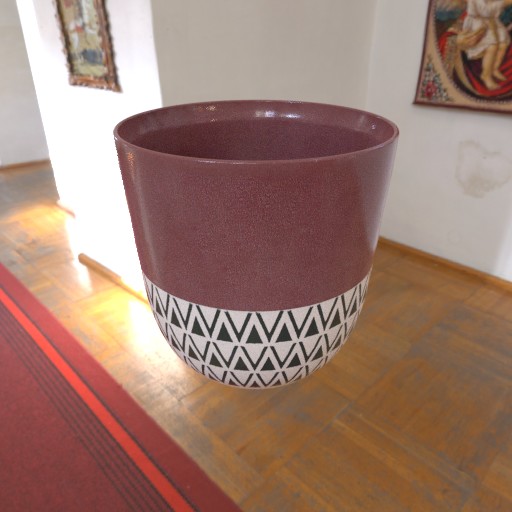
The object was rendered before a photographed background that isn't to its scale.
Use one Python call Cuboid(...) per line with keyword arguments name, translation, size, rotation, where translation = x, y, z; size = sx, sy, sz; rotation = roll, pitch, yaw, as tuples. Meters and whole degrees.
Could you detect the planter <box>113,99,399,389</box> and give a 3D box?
Cuboid(name="planter", translation=(0.000, 0.000, 0.363), size=(0.195, 0.214, 0.195), rotation=(0, 28, 0))
